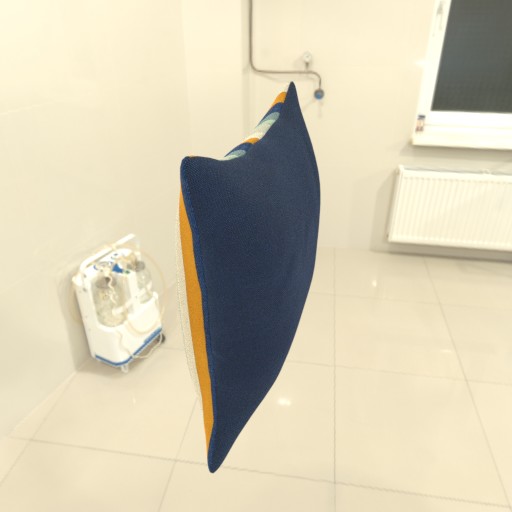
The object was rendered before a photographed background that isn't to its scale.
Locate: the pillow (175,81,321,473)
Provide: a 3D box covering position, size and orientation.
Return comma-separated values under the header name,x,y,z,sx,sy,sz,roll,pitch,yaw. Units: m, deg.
name,x,y,z,sx,sy,sz,roll,pitch,yaw
pillow,0.000,0.000,0.696,0.173,0.454,0.463,8,31,13
